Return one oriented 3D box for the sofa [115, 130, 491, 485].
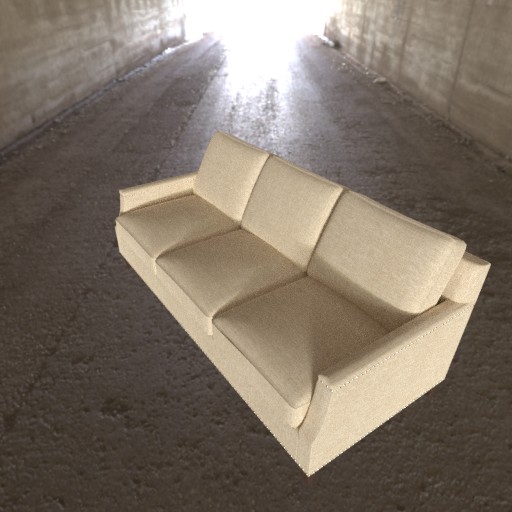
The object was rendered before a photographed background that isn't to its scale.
[{"bbox_3d":[0.000,0.000,2.683,1.041,0.940,2.210,-20,37,-29],"label":"sofa"}]
